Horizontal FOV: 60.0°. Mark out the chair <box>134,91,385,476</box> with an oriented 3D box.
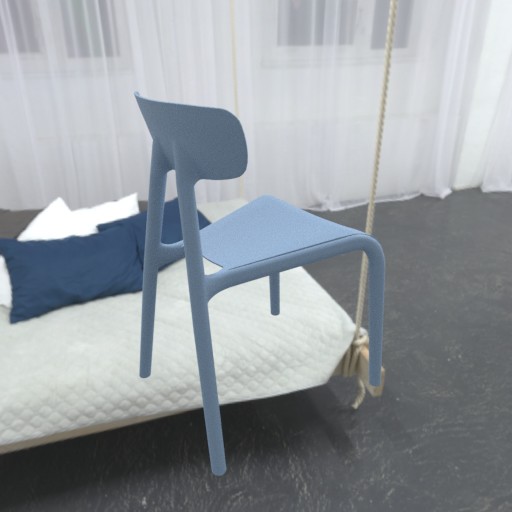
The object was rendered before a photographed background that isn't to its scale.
[{"bbox_3d":[0.000,0.000,0.828,0.401,0.580,0.356,-18,31,-33],"label":"chair"}]
